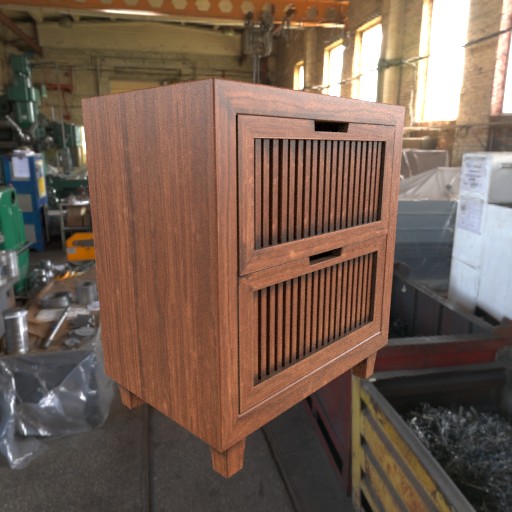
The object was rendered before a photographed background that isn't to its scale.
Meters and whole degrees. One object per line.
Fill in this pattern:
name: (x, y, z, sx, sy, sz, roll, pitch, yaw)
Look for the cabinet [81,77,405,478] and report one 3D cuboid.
cabinet: (0.000, 0.000, 1.058, 0.410, 0.695, 0.607, 12, 18, 42)
